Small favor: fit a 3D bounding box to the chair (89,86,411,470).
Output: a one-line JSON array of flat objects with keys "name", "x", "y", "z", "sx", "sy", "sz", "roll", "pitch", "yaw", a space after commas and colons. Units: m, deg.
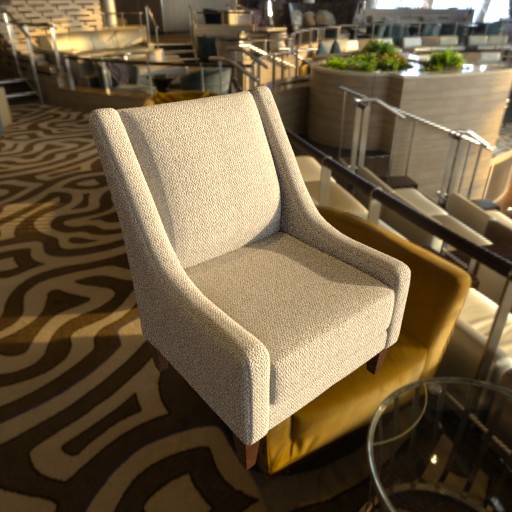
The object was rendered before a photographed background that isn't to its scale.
[{"name": "chair", "x": 0.000, "y": 0.000, "z": 1.625, "sx": 0.774, "sy": 1.014, "sz": 0.870, "roll": -22, "pitch": 37, "yaw": -33}]
